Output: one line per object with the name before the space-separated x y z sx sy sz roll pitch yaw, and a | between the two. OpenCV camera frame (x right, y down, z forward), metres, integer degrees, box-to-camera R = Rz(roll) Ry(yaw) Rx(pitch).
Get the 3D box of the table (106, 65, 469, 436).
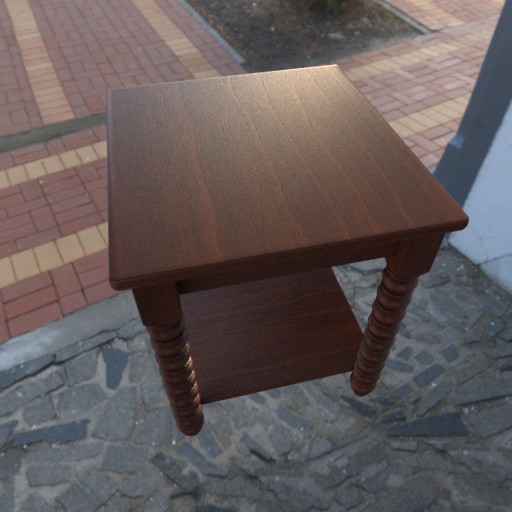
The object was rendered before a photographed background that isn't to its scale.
table | 0.000 0.000 0.966 0.500 0.567 0.533 -10 47 -9
